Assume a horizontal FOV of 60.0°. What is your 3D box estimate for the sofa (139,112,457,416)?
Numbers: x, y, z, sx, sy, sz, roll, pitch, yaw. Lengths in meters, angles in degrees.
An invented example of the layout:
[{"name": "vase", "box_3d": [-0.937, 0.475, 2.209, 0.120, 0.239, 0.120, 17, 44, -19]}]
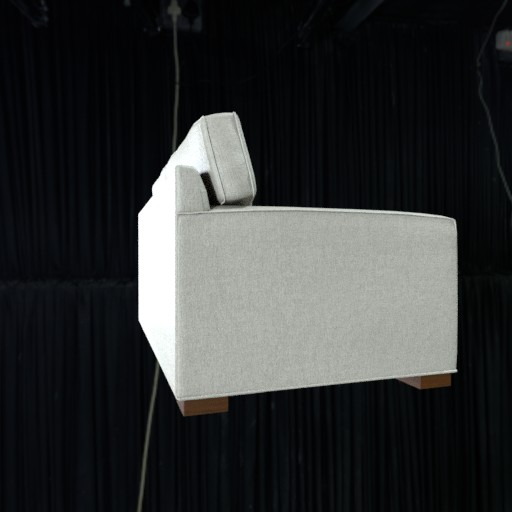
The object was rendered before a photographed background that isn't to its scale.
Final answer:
[{"name": "sofa", "box_3d": [0.000, 0.000, 2.017, 0.940, 0.853, 1.484, 0, 0, -19]}]
